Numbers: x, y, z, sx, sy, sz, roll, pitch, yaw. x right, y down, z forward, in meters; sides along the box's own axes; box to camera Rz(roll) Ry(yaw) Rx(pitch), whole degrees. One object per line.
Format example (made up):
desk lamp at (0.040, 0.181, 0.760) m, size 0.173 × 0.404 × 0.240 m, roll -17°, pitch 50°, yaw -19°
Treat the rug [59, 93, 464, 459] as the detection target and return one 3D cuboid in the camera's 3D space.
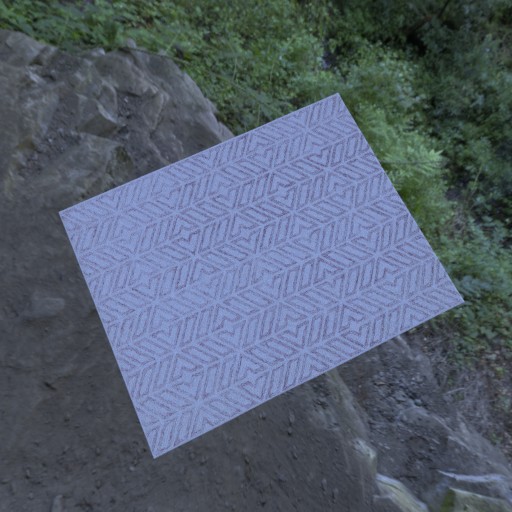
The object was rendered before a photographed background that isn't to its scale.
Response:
rug at (0.000, 0.000, 4.140) m, size 3.045 × 0.008 × 2.421 m, roll -25°, pitch 76°, yaw -6°
